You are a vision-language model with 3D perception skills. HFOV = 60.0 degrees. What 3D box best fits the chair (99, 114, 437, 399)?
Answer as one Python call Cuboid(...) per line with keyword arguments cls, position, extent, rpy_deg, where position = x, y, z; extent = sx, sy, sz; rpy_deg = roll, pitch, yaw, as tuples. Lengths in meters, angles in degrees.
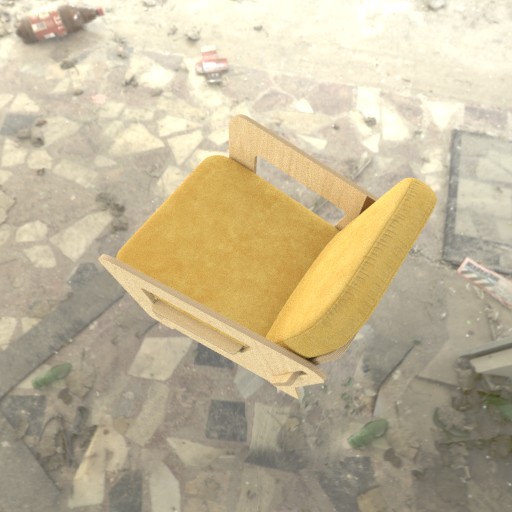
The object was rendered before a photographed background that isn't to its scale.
Cuboid(cls="chair", position=(0.000, 0.000, 1.296), extent=(0.710, 0.800, 0.590), rpy_deg=(31, 67, 15))
